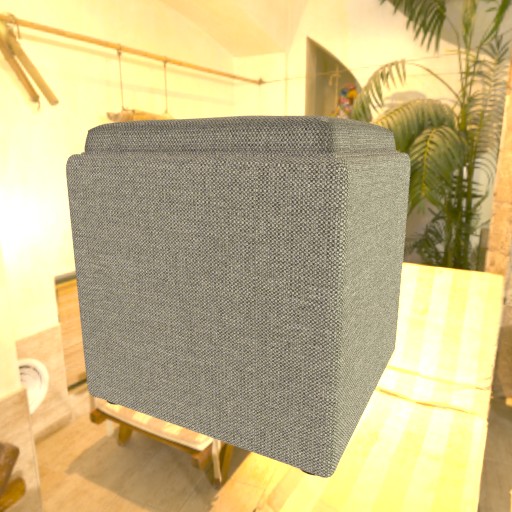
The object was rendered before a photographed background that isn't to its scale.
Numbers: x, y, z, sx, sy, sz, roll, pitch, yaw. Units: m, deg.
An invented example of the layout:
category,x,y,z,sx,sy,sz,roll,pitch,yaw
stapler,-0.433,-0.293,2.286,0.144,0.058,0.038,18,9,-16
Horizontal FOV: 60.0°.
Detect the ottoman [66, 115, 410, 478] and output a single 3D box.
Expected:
category,x,y,z,sx,sy,sz,roll,pitch,yaw
ottoman,0.000,0.000,0.813,0.454,0.487,0.436,7,16,27
